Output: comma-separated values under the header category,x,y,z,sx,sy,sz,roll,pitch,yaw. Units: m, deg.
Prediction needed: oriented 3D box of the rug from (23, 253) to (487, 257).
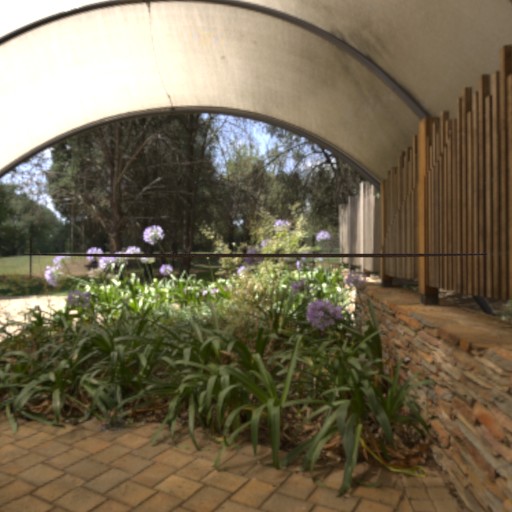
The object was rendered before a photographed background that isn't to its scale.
category,x,y,z,sx,sy,sz,roll,pitch,yaw
rug,0.000,0.000,2.920,2.232,0.009,1.630,0,-1,1
